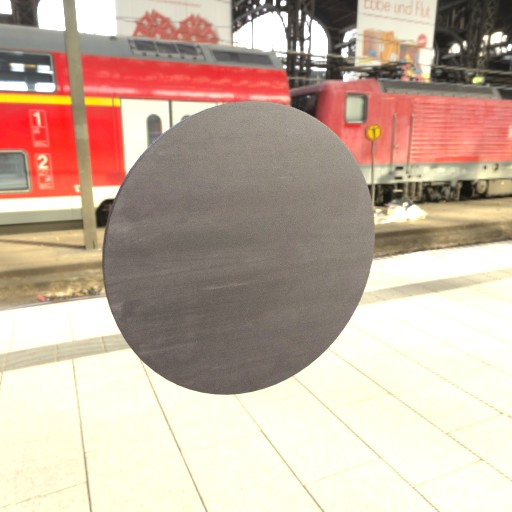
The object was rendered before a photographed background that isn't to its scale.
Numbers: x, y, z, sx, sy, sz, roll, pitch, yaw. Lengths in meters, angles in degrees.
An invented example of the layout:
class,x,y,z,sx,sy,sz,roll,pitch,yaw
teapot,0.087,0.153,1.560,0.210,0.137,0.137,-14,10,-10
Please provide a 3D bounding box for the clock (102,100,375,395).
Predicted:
class,x,y,z,sx,sy,sz,roll,pitch,yaw
clock,0.000,0.000,0.900,0.595,0.595,0.029,-7,16,-26
